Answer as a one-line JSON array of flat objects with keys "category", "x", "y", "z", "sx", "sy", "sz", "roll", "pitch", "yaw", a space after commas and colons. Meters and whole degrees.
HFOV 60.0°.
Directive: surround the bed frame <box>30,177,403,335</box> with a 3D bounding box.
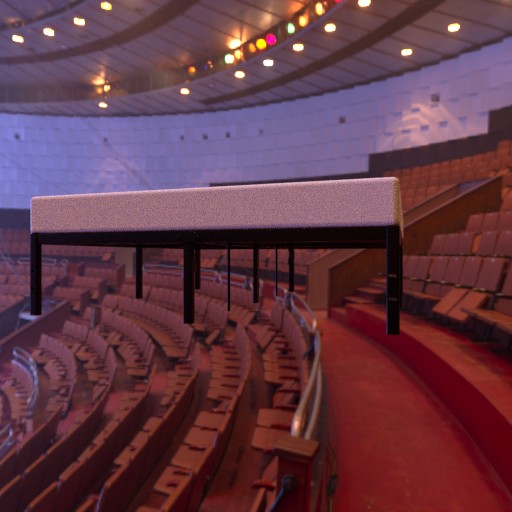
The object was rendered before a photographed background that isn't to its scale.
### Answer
[{"category": "bed frame", "x": 0.000, "y": 0.000, "z": 3.119, "sx": 1.963, "sy": 0.659, "sz": 2.079, "roll": 0, "pitch": 0, "yaw": 19}]
